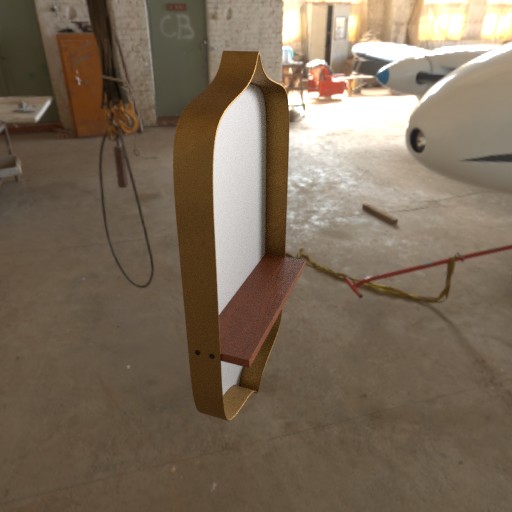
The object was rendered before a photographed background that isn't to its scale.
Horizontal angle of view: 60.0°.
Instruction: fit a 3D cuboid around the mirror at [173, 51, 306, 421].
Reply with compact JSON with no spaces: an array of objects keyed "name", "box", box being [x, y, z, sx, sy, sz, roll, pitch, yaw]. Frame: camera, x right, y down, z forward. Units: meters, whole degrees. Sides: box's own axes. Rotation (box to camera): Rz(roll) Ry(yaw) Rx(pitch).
[{"name":"mirror","box":[0.000,0.000,0.731,0.096,0.613,0.323,10,29,18]}]
